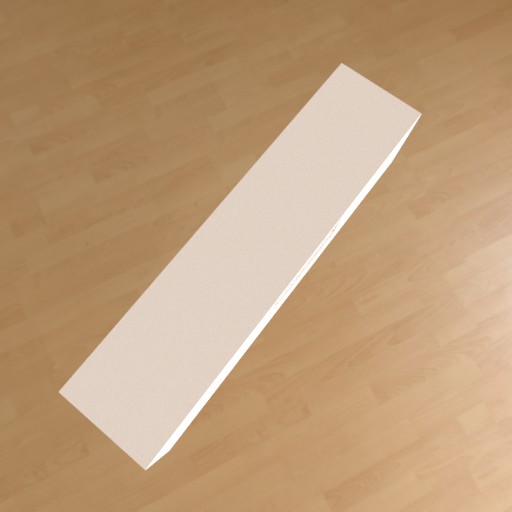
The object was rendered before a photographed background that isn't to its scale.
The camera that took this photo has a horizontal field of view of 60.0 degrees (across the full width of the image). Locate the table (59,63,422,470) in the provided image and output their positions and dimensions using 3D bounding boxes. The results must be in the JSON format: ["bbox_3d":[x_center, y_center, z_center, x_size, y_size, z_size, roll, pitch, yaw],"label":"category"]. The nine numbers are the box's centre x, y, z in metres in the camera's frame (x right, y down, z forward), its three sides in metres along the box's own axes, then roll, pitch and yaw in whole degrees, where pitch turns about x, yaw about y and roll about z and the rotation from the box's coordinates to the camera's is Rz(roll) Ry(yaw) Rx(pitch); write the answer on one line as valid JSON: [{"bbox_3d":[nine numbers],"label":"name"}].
[{"bbox_3d":[0.000,0.000,1.827,0.390,0.420,1.650,37,78,10],"label":"table"}]
